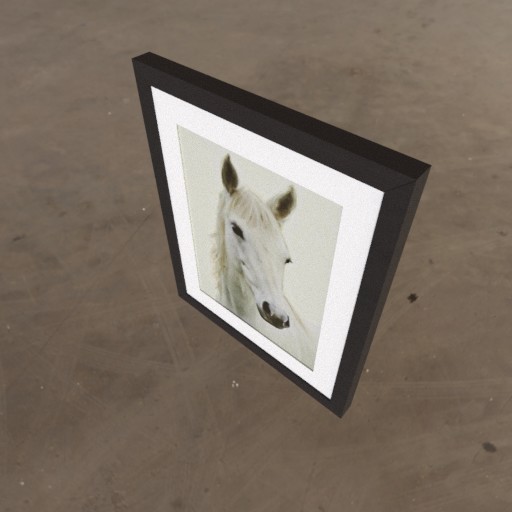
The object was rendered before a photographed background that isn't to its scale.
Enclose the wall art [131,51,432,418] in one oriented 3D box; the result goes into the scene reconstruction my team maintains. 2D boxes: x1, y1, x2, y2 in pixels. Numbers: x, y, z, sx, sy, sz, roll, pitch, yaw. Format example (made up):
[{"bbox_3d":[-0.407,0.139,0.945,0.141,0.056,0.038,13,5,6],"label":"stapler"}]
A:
[{"bbox_3d":[0.000,0.000,0.754,0.455,0.552,0.034,32,54,27],"label":"wall art"}]
